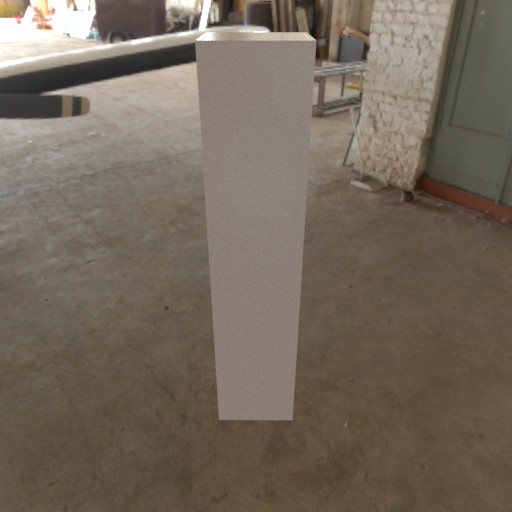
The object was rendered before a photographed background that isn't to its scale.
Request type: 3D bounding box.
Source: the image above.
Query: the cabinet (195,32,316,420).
[{"bbox_3d":[0.000,0.000,1.570,0.300,1.400,0.269,0,31,0],"label":"cabinet"}]
